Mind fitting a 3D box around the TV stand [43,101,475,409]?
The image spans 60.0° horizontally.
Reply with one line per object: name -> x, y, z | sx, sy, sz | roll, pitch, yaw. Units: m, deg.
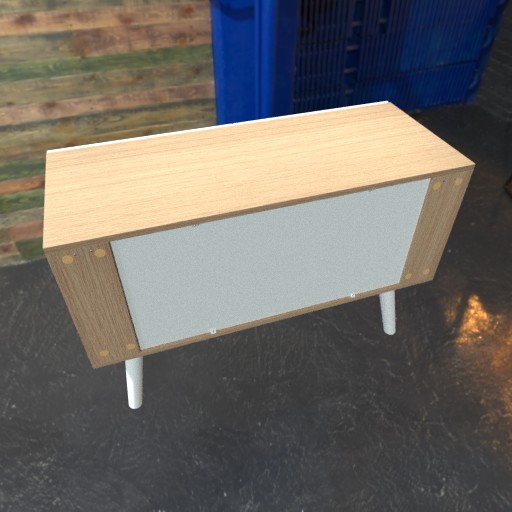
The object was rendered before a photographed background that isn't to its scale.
TV stand -> 0.000, 0.000, 1.323 | 0.991, 0.660, 0.407 | -13, 43, -14
